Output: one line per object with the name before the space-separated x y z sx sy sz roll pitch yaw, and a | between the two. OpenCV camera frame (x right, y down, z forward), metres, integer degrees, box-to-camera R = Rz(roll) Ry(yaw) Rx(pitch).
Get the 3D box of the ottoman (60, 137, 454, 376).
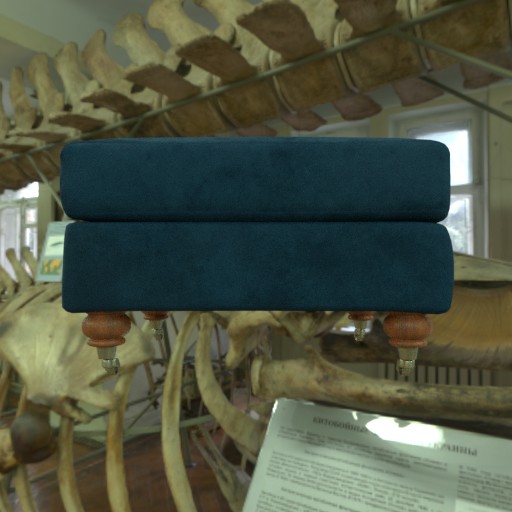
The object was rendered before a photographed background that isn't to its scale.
ottoman | 0.000 0.000 1.106 0.773 0.503 0.572 0 -1 1
